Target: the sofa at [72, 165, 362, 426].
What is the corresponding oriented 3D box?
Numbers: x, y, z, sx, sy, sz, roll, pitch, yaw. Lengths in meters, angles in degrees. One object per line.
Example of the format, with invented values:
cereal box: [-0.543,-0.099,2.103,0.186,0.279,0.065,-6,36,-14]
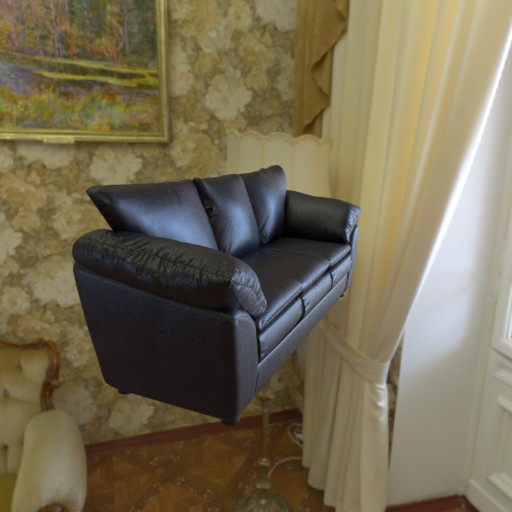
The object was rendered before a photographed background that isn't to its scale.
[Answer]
sofa: [0.000,0.000,2.890,0.880,1.073,2.336,7,16,24]
